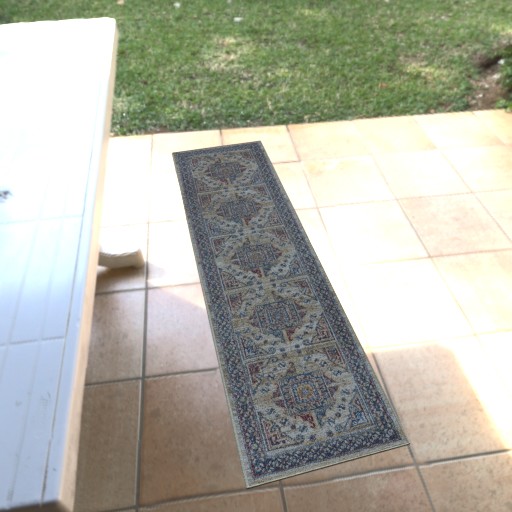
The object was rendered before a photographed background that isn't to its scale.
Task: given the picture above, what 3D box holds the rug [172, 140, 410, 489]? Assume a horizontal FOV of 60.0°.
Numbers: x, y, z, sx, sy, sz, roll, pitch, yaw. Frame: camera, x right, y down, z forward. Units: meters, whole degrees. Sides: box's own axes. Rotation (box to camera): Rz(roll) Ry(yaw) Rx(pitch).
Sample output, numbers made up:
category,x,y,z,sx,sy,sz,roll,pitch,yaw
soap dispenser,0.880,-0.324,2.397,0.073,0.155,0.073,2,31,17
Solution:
category,x,y,z,sx,sy,sz,roll,pitch,yaw
rug,0.000,0.000,2.456,0.661,0.013,2.297,-10,47,-10
